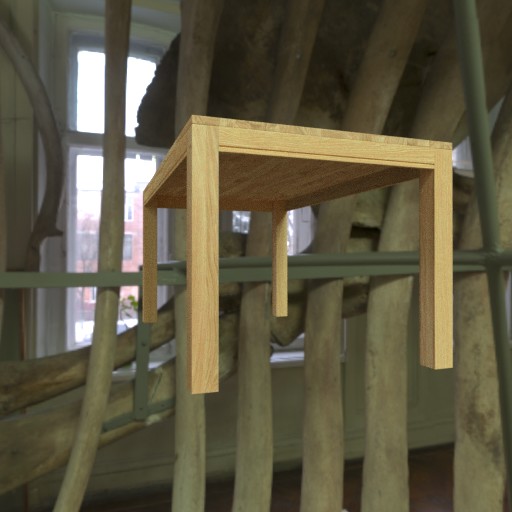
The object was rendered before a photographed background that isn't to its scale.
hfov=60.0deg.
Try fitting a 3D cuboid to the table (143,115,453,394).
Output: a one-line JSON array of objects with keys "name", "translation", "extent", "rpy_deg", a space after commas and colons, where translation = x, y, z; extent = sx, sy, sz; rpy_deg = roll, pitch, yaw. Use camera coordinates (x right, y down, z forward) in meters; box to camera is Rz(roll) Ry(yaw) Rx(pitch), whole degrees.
[{"name": "table", "translation": [0.000, 0.000, 2.076], "extent": [0.900, 0.770, 1.500], "rpy_deg": [0, 0, -19]}]
